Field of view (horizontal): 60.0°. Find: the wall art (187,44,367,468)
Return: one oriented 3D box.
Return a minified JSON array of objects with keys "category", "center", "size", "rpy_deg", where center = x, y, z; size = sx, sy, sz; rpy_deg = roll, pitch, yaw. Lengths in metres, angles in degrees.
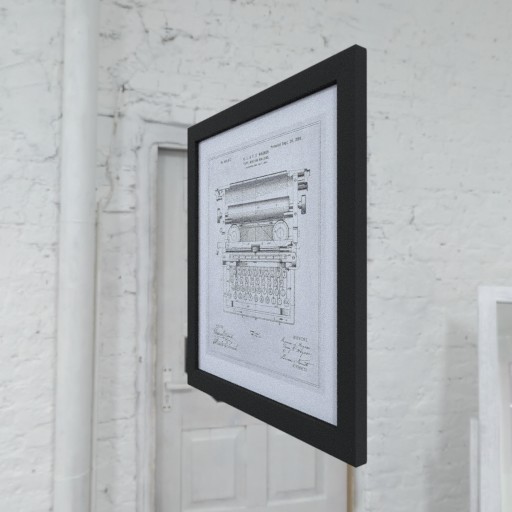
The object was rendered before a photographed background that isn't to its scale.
[{"category":"wall art","center":[0.000,0.000,0.711],"size":[0.021,0.508,0.432],"rpy_deg":[0,0,-36]}]
